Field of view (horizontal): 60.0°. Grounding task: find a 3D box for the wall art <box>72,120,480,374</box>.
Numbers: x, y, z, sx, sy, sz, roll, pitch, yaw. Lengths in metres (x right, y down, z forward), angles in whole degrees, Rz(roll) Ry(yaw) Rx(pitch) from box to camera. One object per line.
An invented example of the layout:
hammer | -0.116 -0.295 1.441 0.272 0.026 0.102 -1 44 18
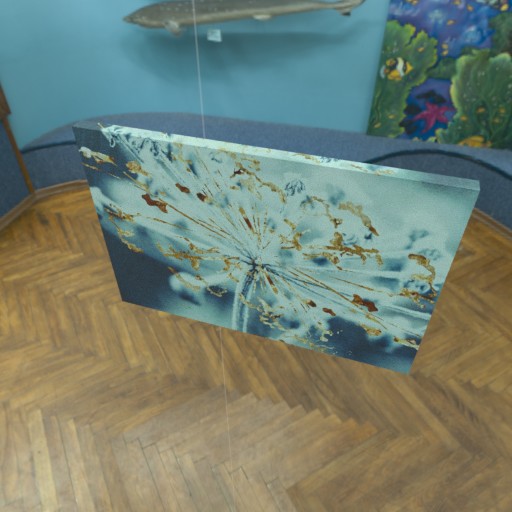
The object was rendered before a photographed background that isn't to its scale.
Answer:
wall art | 0.000 0.000 1.166 0.912 0.608 0.038 12 43 13
